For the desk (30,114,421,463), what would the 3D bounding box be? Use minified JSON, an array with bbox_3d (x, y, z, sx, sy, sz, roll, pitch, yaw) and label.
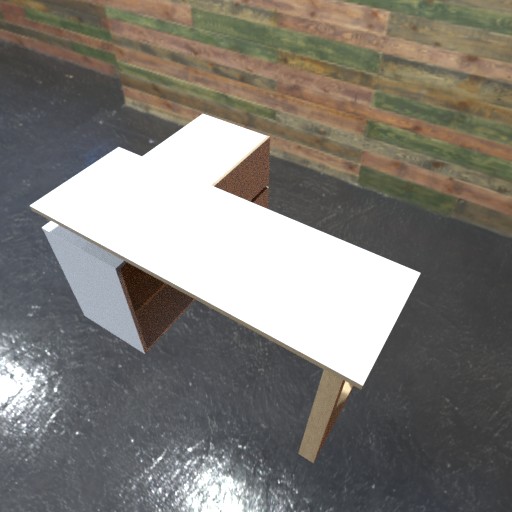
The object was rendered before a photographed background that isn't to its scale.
[{"bbox_3d":[0.000,0.000,2.068,1.404,0.755,1.098,25,52,22],"label":"desk"}]
